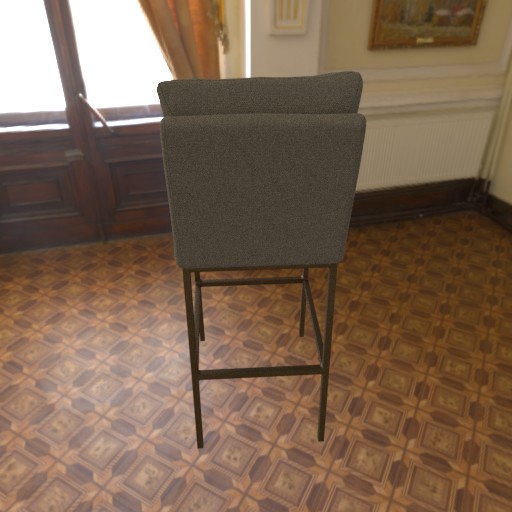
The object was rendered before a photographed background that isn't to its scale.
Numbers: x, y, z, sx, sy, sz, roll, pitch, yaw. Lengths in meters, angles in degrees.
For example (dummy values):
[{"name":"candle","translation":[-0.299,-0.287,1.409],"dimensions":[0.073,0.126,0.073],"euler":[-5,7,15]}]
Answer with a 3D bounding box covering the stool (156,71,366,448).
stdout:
[{"name":"stool","translation":[0.000,0.000,1.392],"dimensions":[0.463,1.132,0.569],"euler":[-2,31,-3]}]
